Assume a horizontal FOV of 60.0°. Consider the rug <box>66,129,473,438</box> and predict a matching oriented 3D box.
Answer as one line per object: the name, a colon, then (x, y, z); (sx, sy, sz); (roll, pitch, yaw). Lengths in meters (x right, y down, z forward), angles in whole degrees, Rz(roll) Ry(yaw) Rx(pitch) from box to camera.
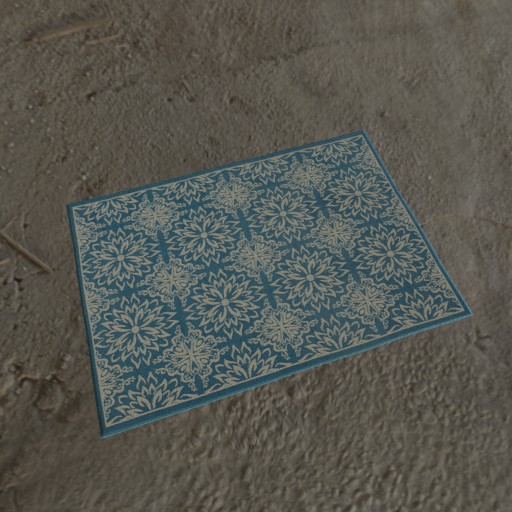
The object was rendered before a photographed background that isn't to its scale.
rug: (0.000, 0.000, 2.820); (2.205, 0.012, 1.554); (-16, 63, -8)
